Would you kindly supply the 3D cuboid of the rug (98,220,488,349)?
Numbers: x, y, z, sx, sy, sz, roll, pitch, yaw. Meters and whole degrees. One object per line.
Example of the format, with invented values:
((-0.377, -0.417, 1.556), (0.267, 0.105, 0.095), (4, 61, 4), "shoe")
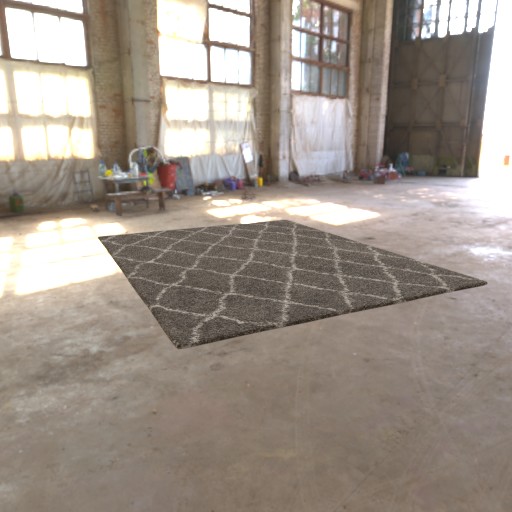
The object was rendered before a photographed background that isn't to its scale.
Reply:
((0.000, 0.000, 4.153), (2.438, 0.029, 3.047), (-7, 16, -26), "rug")
